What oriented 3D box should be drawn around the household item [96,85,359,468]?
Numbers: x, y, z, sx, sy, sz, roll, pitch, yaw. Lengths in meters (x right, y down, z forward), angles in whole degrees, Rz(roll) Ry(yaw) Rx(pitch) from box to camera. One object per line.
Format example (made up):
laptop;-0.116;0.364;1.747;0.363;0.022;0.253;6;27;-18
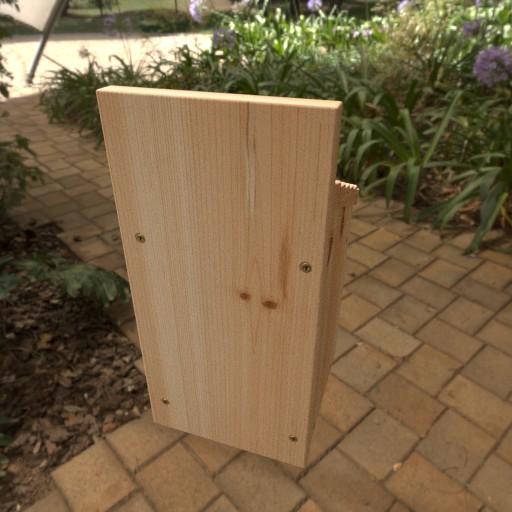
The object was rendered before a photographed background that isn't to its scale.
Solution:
household item;0.000;0.000;0.391;0.149;0.300;0.171;10;32;16
